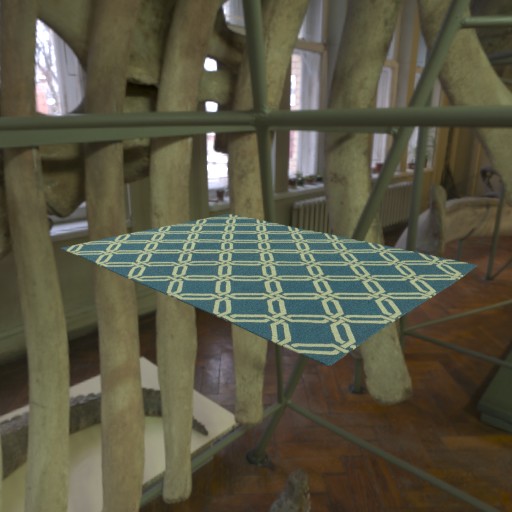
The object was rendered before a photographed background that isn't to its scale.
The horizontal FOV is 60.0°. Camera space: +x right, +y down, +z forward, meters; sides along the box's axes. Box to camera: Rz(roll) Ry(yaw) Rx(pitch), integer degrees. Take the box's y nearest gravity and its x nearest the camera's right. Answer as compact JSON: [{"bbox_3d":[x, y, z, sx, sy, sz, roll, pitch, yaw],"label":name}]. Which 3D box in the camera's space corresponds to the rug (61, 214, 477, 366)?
[{"bbox_3d":[0.000,0.000,2.747,2.135,0.013,1.524,16,23,41],"label":"rug"}]
